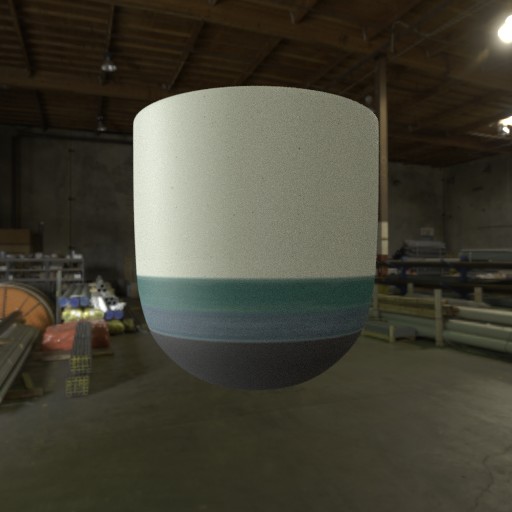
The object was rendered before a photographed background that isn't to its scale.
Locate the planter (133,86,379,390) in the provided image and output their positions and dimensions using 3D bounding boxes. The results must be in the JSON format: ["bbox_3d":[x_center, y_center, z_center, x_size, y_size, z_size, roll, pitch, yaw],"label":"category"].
[{"bbox_3d":[0.000,0.000,0.381,0.204,0.214,0.204,0,-1,0],"label":"planter"}]
